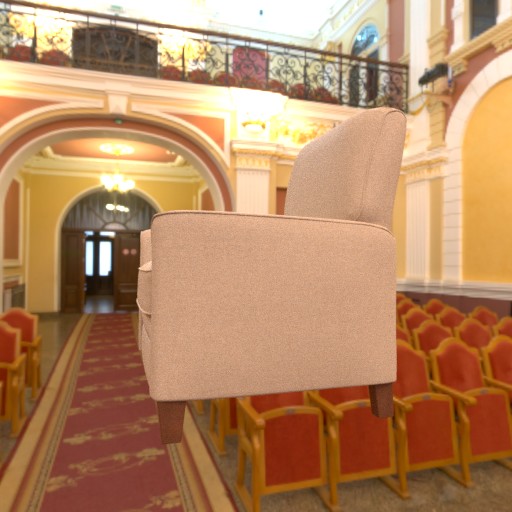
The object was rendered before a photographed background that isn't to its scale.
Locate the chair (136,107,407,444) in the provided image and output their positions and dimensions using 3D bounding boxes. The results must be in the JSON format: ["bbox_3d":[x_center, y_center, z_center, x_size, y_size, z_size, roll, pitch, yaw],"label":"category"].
[{"bbox_3d":[0.000,0.000,1.662,0.858,1.023,0.841,0,-1,-17],"label":"chair"}]
